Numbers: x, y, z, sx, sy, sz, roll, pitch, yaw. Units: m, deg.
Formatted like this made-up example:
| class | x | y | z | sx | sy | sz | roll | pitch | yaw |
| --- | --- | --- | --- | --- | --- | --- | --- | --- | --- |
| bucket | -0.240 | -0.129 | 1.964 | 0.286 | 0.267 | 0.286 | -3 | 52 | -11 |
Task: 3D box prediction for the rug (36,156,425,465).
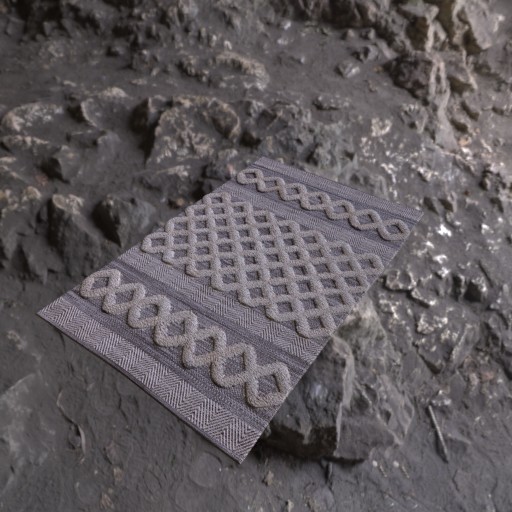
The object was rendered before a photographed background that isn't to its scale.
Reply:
| class | x | y | z | sx | sy | sz | roll | pitch | yaw |
| --- | --- | --- | --- | --- | --- | --- | --- | --- | --- |
| rug | 0.000 | 0.000 | 2.973 | 1.513 | 0.033 | 2.333 | 25 | 47 | 26 |
